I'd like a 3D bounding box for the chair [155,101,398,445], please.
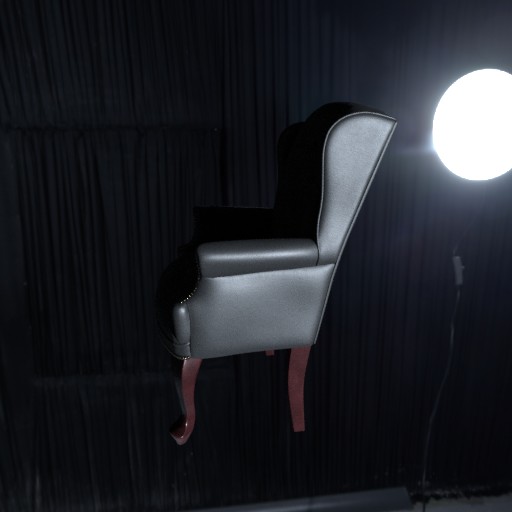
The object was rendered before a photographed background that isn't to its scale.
[{"bbox_3d":[0.000,0.000,1.680,0.762,1.111,0.838,-2,15,-8],"label":"chair"}]
